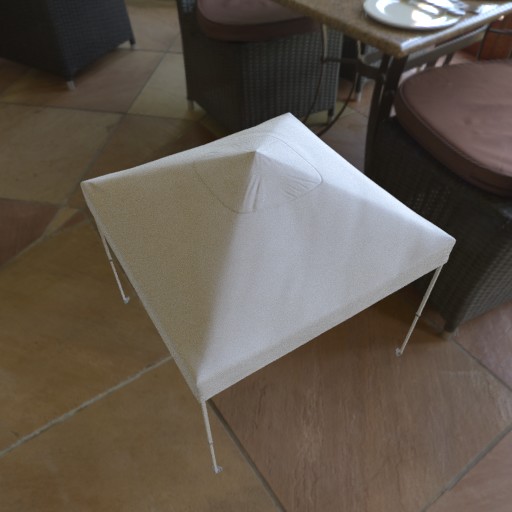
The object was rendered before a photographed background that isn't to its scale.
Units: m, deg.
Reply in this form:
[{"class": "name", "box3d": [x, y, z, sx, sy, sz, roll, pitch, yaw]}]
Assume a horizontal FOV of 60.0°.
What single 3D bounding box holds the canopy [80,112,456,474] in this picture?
[{"class": "canopy", "box3d": [0.000, 0.000, 5.386, 2.996, 2.997, 2.998, -25, 52, -21]}]
